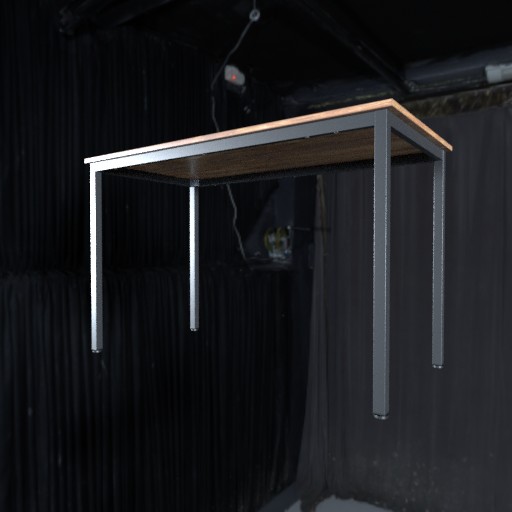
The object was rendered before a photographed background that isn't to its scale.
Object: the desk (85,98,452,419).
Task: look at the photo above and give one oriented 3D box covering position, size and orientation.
[{"bbox_3d":[0.000,0.000,1.611,1.200,0.749,0.600,1,2,36],"label":"desk"}]
